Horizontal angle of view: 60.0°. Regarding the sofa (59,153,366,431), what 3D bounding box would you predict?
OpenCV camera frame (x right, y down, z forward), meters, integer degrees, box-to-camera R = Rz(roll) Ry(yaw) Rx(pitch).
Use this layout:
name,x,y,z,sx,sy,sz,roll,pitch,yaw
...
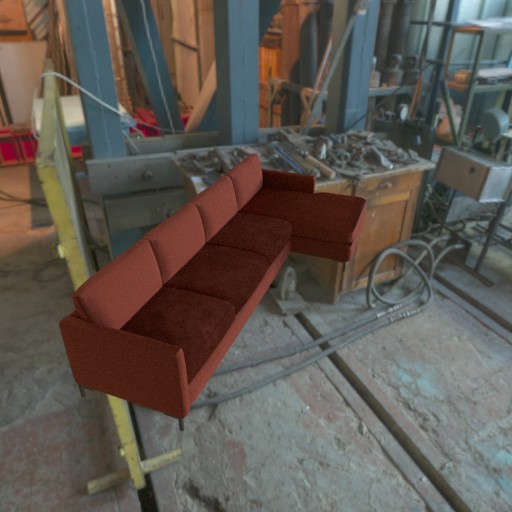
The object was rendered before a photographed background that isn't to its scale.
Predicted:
name,x,y,z,sx,sy,sz,roll,pitch,yaw
sofa,0.000,0.000,3.593,1.350,0.810,2.932,11,32,18
